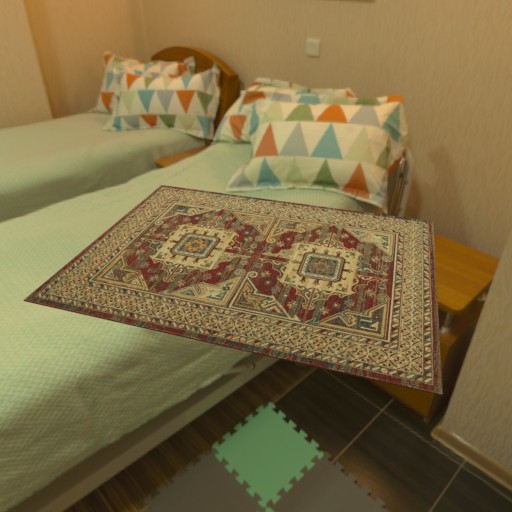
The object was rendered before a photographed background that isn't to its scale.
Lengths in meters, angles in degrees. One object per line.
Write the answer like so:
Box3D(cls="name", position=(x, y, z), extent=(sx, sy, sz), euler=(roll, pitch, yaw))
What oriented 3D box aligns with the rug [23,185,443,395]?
Box3D(cls="rug", position=(0.000, 0.000, 4.138), extent=(3.197, 0.013, 2.381), euler=(10, 34, 14))
